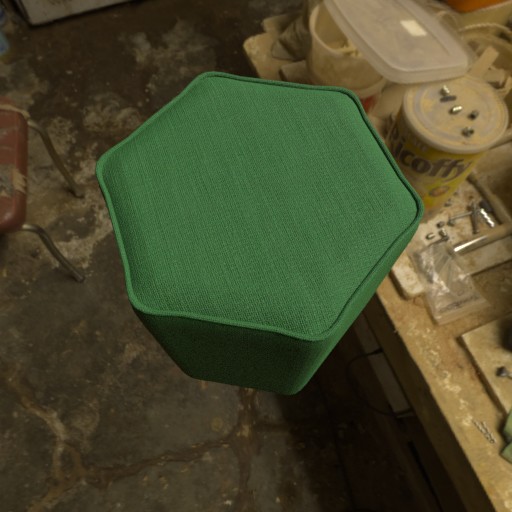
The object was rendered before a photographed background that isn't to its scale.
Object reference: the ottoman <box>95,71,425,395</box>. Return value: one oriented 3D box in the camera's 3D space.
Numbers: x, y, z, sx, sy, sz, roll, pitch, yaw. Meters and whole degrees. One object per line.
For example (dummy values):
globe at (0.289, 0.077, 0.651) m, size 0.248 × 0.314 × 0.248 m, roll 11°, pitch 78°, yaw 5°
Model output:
ottoman at (0.000, 0.000, 0.871) m, size 0.444 × 0.507 × 0.499 m, roll -19°, pitch 66°, yaw -9°
